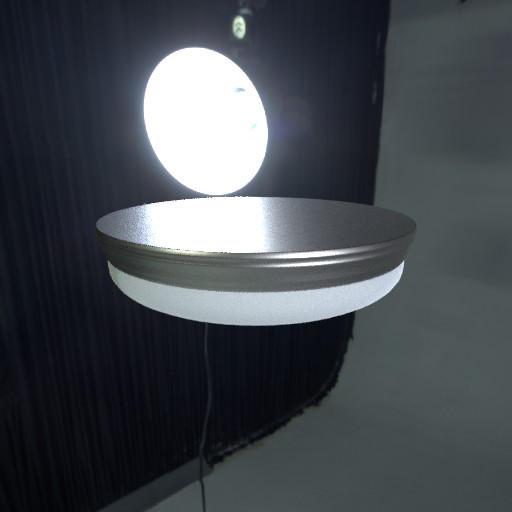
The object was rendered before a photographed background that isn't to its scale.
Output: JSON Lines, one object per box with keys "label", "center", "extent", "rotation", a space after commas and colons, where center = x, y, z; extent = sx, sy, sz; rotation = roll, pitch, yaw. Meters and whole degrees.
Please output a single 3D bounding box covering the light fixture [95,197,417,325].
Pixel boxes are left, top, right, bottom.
{"label": "light fixture", "center": [0.000, 0.000, 0.547], "extent": [0.368, 0.100, 0.368], "rotation": [0, 15, 0]}
